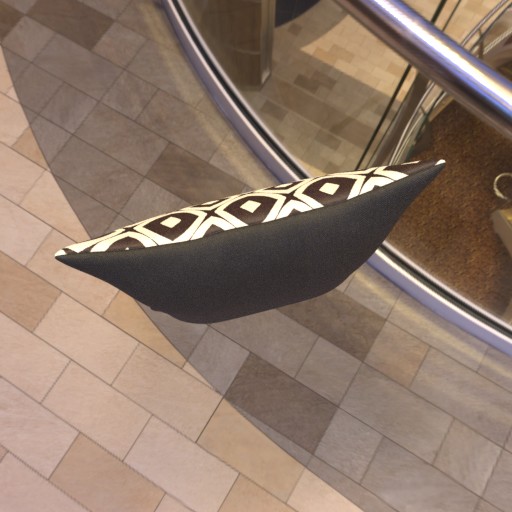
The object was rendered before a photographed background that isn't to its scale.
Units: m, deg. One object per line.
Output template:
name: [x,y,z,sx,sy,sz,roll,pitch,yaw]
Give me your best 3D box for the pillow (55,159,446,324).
pillow: [0.000,0.000,0.788,0.504,0.494,0.188,-14,76,-4]
